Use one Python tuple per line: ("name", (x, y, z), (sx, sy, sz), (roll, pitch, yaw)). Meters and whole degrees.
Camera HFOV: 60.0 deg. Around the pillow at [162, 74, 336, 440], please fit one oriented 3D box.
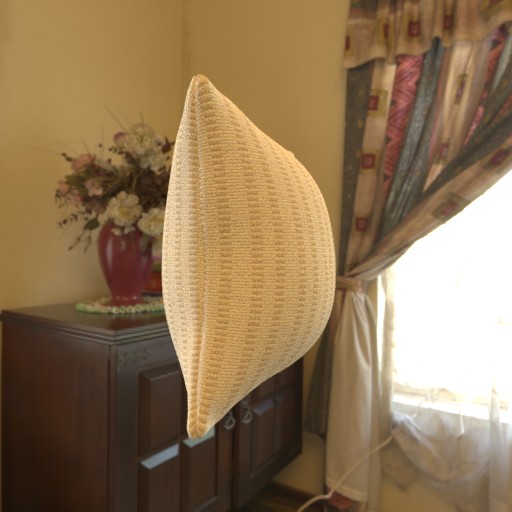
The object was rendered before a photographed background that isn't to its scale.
("pillow", (0.000, 0.000, 0.706), (0.247, 0.419, 0.438), (0, 1, 18))
